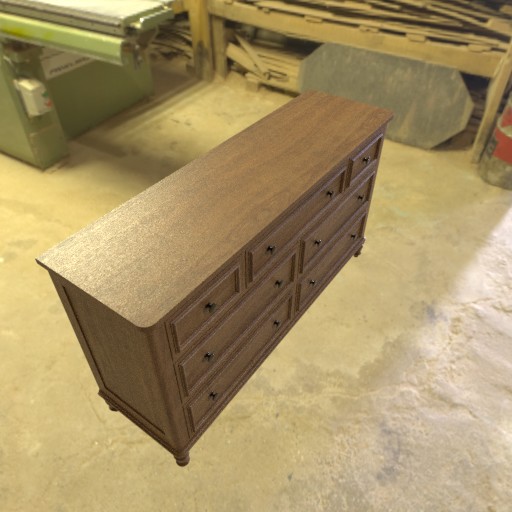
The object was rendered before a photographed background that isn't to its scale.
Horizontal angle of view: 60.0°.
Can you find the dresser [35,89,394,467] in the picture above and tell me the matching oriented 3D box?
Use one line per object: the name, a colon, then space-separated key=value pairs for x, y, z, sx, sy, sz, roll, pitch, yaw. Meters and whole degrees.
dresser: x=0.000 y=0.000 z=1.982 sx=0.468 sy=0.892 sz=1.583 roll=26 pitch=48 yaw=26
